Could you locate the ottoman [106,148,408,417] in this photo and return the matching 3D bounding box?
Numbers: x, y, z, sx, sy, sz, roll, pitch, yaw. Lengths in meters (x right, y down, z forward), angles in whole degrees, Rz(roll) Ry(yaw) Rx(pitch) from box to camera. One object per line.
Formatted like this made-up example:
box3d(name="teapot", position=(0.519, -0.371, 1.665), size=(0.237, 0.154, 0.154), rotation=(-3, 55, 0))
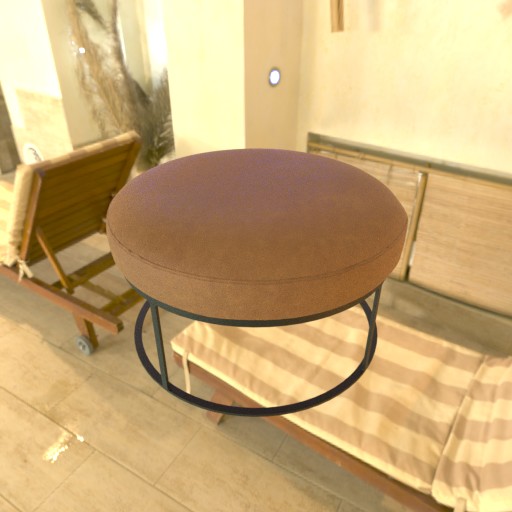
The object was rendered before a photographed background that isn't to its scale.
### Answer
box3d(name="ottoman", position=(0.000, 0.000, 1.261), size=(0.771, 0.460, 0.771), rotation=(0, 31, 0))
